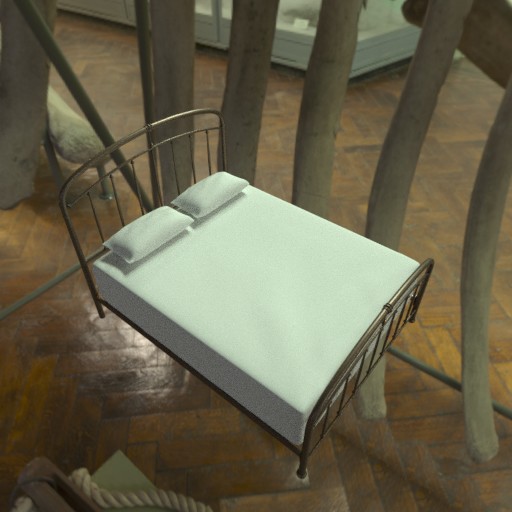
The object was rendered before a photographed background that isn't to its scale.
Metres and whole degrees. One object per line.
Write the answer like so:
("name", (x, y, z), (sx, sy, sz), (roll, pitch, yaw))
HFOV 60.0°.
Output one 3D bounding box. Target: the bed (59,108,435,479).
("bed", (0.000, 0.000, 3.346), (2.168, 1.475, 1.711), (29, 49, 28))
